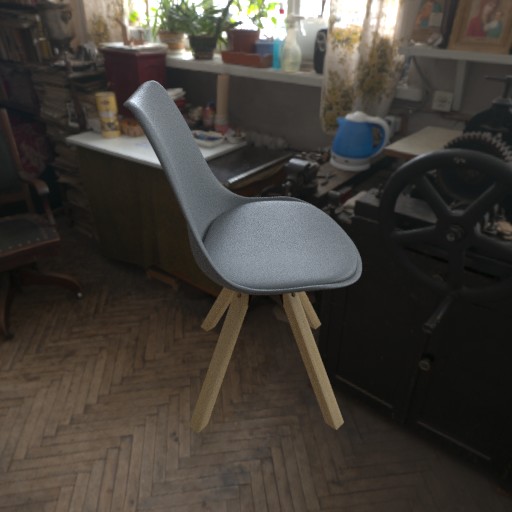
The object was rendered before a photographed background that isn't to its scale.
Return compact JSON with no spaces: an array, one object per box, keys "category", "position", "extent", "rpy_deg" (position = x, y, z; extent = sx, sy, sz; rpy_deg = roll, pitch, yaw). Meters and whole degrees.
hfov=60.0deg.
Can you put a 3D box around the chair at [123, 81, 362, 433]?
[{"category":"chair","position":[0.000,0.000,1.186],"extent":[0.549,0.850,0.485],"rpy_deg":[-1,32,-1]}]
